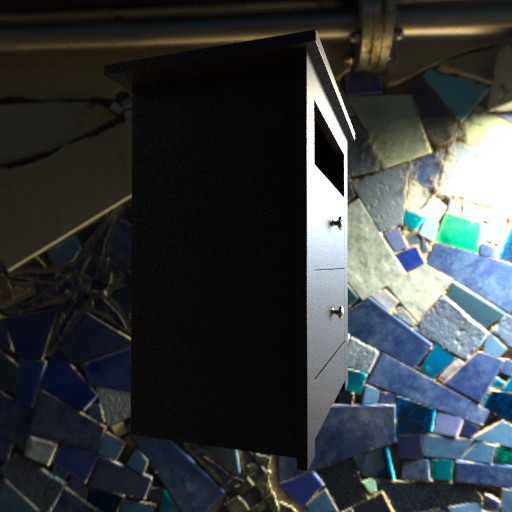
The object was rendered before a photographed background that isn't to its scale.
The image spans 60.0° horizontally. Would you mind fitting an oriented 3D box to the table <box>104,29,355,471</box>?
[{"bbox_3d":[0.000,0.000,1.043,0.408,0.711,0.589,0,-1,18],"label":"table"}]
